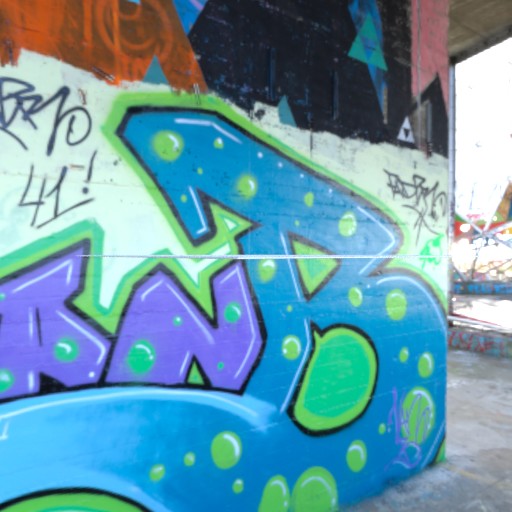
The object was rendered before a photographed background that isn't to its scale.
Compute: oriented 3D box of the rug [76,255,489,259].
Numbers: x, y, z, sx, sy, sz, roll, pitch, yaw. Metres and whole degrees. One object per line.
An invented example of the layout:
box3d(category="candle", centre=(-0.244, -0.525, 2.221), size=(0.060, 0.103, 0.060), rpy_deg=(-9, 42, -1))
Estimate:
box3d(category="rug", centre=(0.000, 0.000, 3.991), size=(2.363, 0.012, 2.980), rpy_deg=(0, 0, -36))
